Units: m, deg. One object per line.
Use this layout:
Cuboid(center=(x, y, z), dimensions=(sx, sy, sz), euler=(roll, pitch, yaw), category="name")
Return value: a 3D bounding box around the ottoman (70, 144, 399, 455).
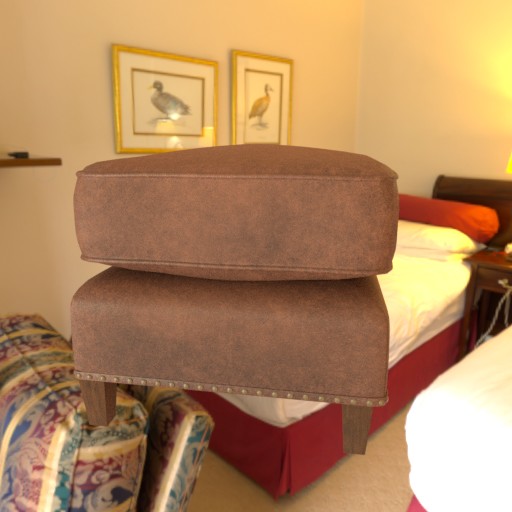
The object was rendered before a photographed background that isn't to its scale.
Cuboid(center=(0.000, 0.000, 1.093), dimensions=(0.589, 0.537, 0.738), euler=(2, 15, 9), category="ottoman")
